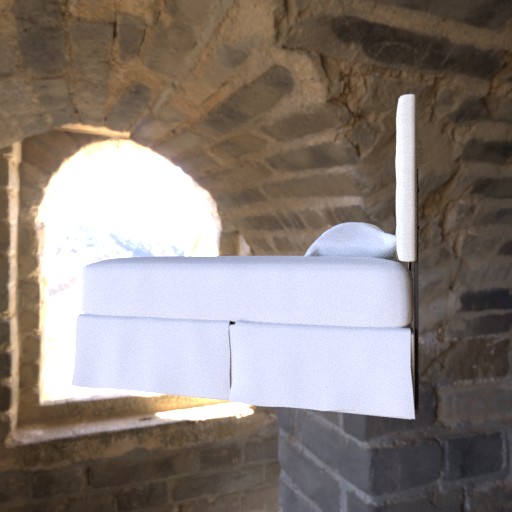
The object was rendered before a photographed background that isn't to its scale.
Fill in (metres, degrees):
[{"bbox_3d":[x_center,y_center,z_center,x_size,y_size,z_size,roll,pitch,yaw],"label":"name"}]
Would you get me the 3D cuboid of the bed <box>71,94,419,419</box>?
[{"bbox_3d":[0.000,0.000,2.957,1.997,1.571,1.261,0,0,17],"label":"bed"}]
